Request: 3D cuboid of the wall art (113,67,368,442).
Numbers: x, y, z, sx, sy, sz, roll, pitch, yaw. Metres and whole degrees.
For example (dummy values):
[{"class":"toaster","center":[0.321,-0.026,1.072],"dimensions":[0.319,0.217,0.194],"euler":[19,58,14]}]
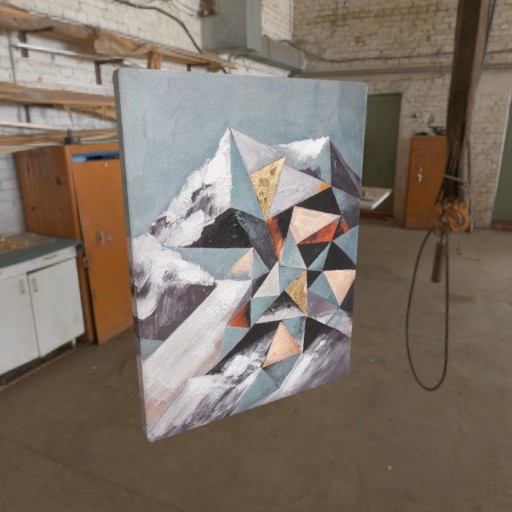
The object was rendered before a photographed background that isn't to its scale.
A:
[{"class":"wall art","center":[0.000,0.000,0.815],"dimensions":[0.455,0.613,0.037],"euler":[-9,19,-28]}]
